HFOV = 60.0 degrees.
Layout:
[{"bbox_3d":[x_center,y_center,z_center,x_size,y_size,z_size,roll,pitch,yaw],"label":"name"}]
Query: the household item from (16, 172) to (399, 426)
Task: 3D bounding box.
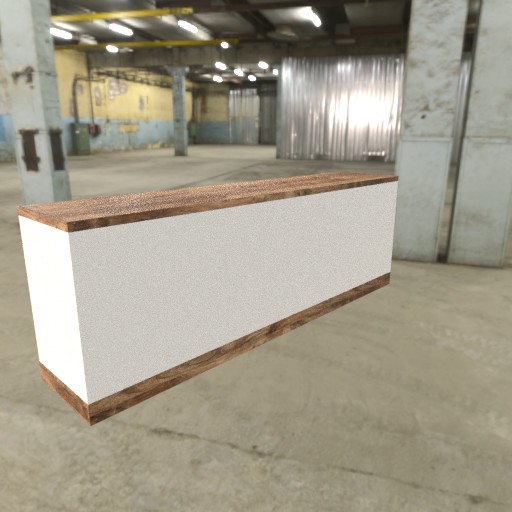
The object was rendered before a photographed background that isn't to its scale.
[{"bbox_3d":[0.000,0.000,1.982,0.390,0.615,1.800,15,21,42],"label":"household item"}]
